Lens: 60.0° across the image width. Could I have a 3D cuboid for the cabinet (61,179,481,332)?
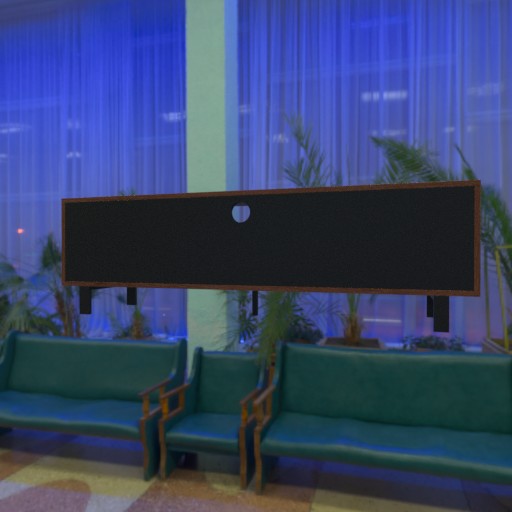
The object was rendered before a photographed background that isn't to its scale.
[{"bbox_3d":[0.000,0.000,1.873,1.650,0.500,0.400,0,0,18],"label":"cabinet"}]
